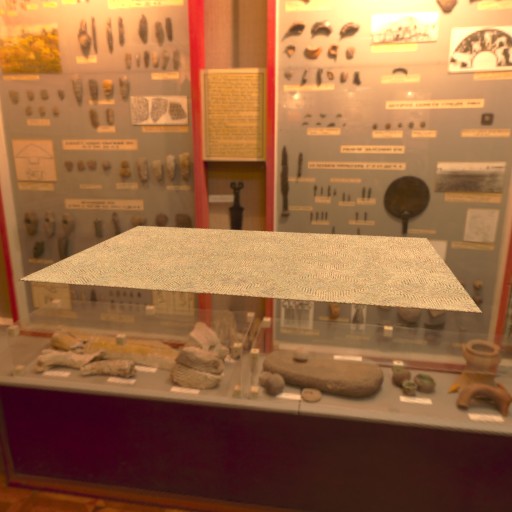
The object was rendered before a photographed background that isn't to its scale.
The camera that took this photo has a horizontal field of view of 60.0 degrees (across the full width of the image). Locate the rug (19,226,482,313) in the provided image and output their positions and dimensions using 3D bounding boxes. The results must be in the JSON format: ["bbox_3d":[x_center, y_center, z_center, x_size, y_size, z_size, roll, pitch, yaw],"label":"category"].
[{"bbox_3d":[0.000,0.000,2.987,2.428,0.007,1.519,3,16,11],"label":"rug"}]
